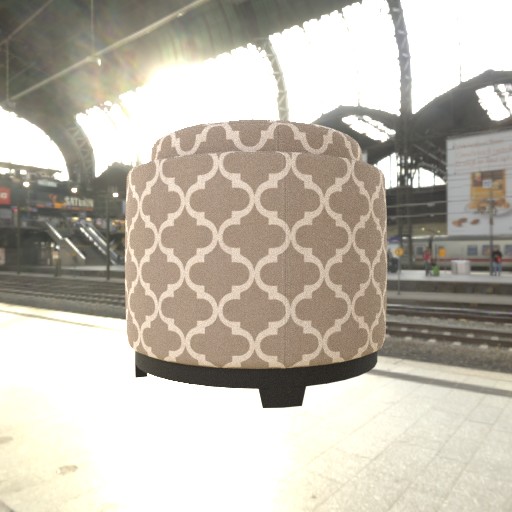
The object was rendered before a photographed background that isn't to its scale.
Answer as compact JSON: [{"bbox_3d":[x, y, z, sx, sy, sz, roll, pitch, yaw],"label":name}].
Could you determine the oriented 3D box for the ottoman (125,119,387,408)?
[{"bbox_3d":[0.000,0.000,0.846,0.480,0.429,0.480,0,0,0],"label":"ottoman"}]
